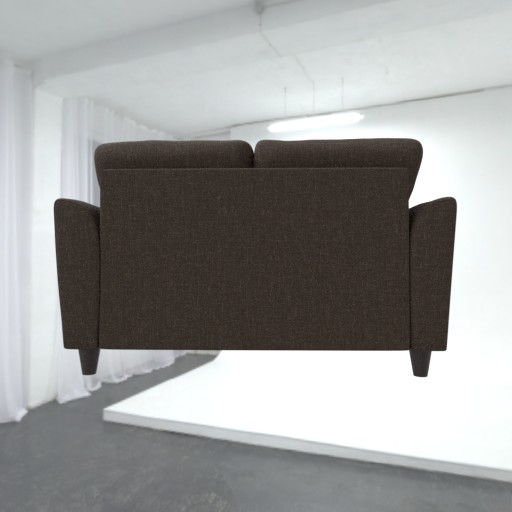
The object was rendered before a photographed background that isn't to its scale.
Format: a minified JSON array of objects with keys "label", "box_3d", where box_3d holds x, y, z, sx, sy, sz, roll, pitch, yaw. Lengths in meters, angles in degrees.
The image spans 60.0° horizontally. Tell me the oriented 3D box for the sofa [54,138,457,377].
[{"label":"sofa","box_3d":[0.000,0.000,1.966,1.423,0.885,0.851,0,-1,1]}]
